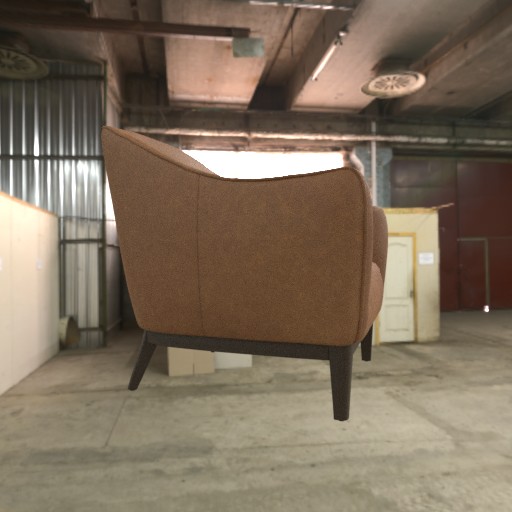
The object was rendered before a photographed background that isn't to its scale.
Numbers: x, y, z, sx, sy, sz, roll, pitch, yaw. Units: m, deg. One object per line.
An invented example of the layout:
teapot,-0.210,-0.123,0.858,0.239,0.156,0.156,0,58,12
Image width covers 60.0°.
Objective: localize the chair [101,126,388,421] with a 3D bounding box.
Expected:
chair,0.000,0.000,1.549,0.852,0.830,0.871,0,0,19
